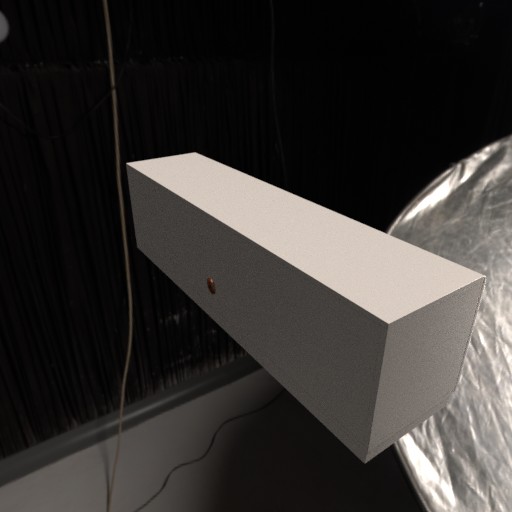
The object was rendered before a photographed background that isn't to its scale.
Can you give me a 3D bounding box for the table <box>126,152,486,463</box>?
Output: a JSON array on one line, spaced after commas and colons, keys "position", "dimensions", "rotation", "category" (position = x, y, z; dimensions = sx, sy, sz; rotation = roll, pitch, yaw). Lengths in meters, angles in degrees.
[{"position": [0.000, 0.000, 1.699], "dimensions": [0.400, 0.440, 1.550], "rotation": [-17, 32, -31], "category": "table"}]
